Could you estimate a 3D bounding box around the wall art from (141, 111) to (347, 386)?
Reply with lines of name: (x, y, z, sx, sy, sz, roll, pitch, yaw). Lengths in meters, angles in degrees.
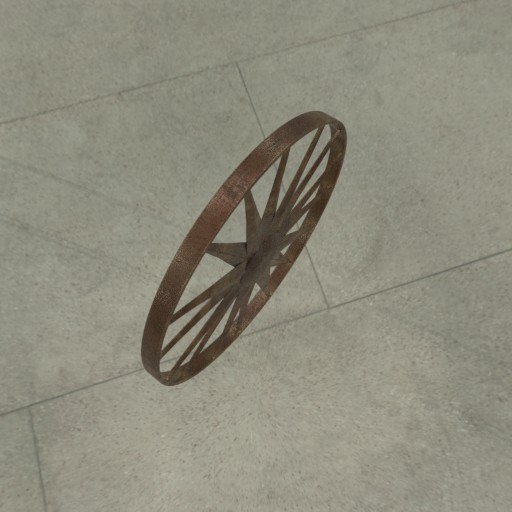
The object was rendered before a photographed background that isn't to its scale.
wall art: (0.000, 0.000, 0.863, 0.084, 0.583, 0.582, 35, 76, 10)
